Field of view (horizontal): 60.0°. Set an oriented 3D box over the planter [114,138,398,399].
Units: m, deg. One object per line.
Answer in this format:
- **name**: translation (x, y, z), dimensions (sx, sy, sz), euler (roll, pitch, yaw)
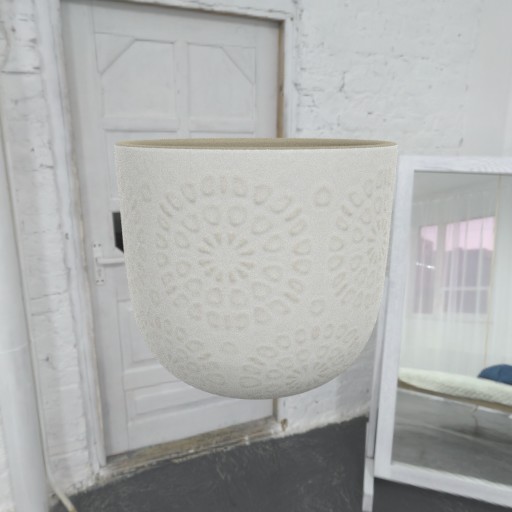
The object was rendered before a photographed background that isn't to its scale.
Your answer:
- **planter**: translation (0.000, 0.000, 0.218), dimensions (0.124, 0.109, 0.124), euler (0, 16, 0)
